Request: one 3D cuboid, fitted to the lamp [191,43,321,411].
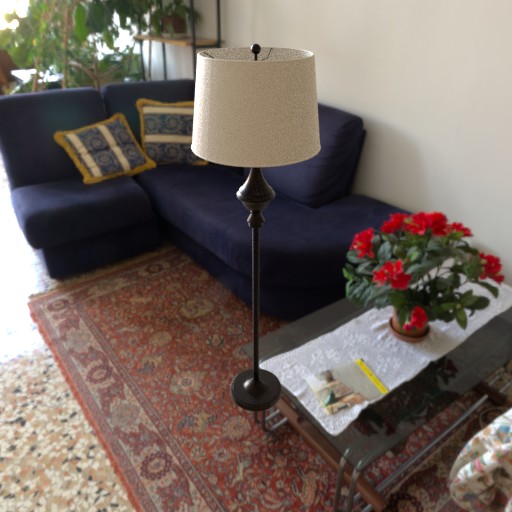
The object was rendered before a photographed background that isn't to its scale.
[{"bbox_3d":[0.000,0.000,1.710,0.431,1.484,0.431,0,31,0],"label":"lamp"}]
